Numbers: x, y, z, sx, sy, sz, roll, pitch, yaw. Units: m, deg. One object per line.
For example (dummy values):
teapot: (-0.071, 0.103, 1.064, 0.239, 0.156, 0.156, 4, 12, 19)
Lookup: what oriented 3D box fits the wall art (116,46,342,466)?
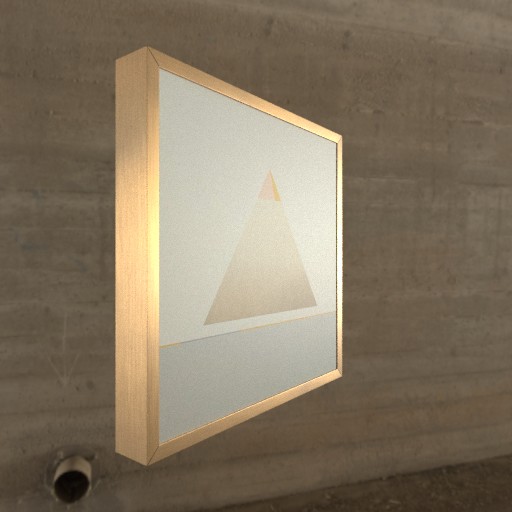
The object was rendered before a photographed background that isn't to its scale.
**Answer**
wall art: (0.000, 0.000, 0.451, 0.038, 0.303, 0.305, 0, 0, 38)
